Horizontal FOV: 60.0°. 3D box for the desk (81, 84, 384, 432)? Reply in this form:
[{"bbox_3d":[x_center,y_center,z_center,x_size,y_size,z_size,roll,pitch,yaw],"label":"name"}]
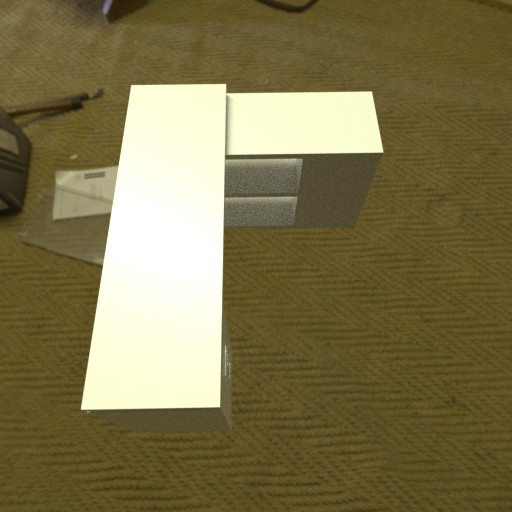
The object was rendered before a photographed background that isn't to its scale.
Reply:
[{"bbox_3d":[0.000,0.000,2.170,1.200,0.753,1.524,-1,63,0],"label":"desk"}]
